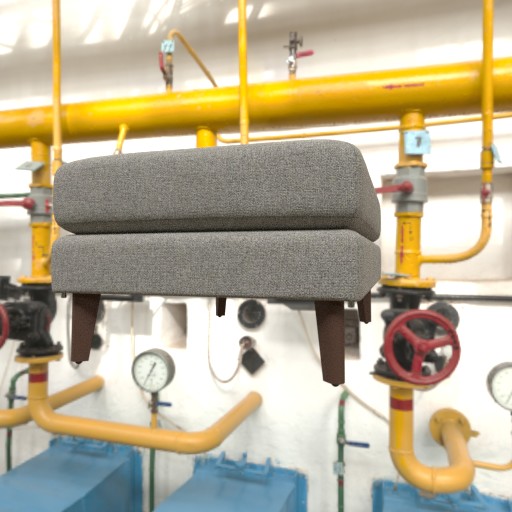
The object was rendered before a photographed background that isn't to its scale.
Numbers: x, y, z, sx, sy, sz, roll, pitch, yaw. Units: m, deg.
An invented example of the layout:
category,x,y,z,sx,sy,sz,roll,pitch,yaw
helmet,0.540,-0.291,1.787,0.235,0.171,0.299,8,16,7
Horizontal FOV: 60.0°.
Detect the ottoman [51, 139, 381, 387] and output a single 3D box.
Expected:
category,x,y,z,sx,sy,sz,roll,pitch,yaw
ottoman,0.000,0.000,1.172,0.611,0.441,0.821,0,0,18
